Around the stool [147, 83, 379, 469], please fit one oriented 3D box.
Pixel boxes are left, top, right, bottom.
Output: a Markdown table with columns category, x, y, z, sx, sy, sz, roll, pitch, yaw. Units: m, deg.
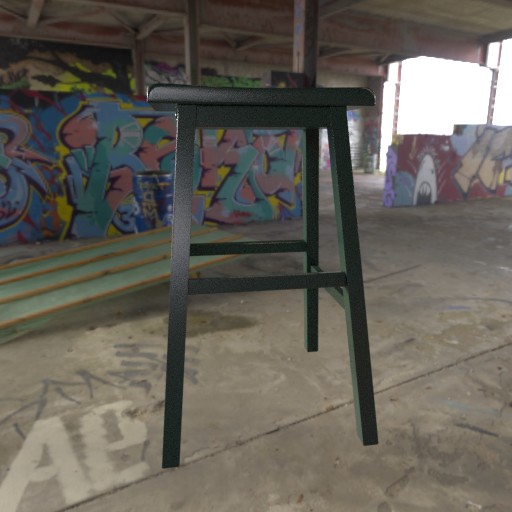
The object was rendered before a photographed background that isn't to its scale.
| category | x | y | z | sx | sy | sz | roll | pitch | yaw |
| --- | --- | --- | --- | --- | --- | --- | --- | --- | --- |
| stool | 0.000 | 0.000 | 1.054 | 0.457 | 0.737 | 0.476 | -2 | 15 | -9 |
